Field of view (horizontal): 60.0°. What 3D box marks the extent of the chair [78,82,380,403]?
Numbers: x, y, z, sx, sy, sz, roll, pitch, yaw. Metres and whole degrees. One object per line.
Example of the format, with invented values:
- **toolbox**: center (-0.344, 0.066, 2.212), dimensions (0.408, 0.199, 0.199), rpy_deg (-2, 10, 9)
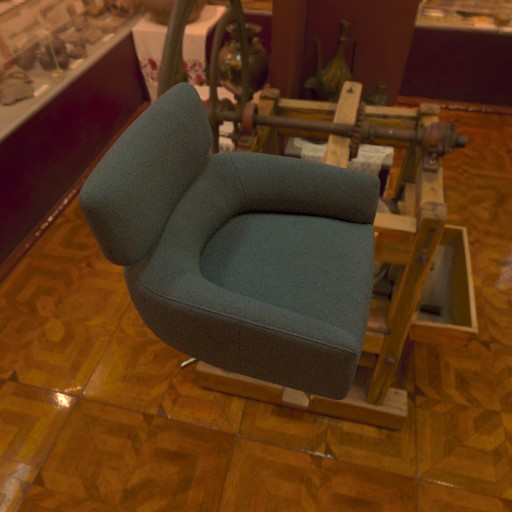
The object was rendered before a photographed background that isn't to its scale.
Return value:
- **chair**: center (0.000, 0.000, 1.409), dimensions (0.761, 0.813, 0.738), rpy_deg (11, 47, 11)
